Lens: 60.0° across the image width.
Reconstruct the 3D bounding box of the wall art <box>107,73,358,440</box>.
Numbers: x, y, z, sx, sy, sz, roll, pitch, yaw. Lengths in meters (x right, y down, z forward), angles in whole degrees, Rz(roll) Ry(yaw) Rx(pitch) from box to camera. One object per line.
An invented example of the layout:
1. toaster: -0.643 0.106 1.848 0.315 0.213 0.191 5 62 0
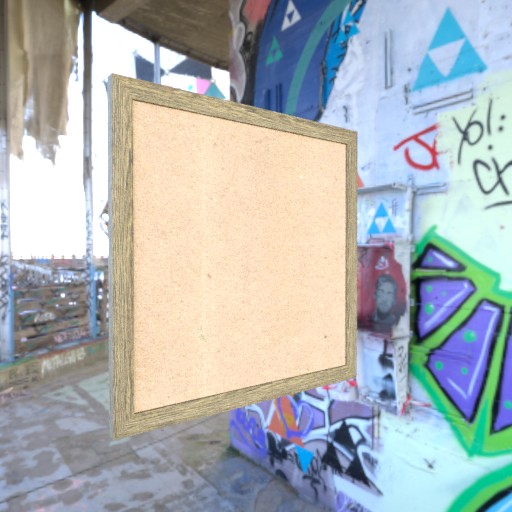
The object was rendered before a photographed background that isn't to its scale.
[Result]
1. wall art: 0.000 0.000 0.771 0.508 0.508 0.019 -1 1 -37
